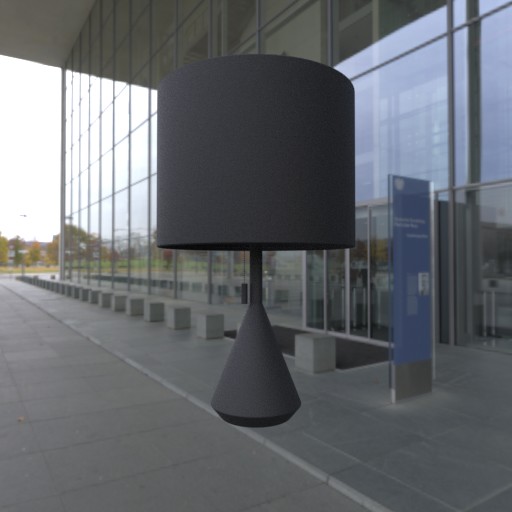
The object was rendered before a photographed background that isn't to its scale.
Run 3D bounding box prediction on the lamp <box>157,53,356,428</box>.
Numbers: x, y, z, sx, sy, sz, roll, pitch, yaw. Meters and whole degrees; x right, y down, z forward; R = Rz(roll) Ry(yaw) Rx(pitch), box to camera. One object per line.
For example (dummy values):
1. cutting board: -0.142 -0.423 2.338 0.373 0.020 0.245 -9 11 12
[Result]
1. lamp: 0.000 0.000 0.819 0.359 0.584 0.359 0 -1 -18
